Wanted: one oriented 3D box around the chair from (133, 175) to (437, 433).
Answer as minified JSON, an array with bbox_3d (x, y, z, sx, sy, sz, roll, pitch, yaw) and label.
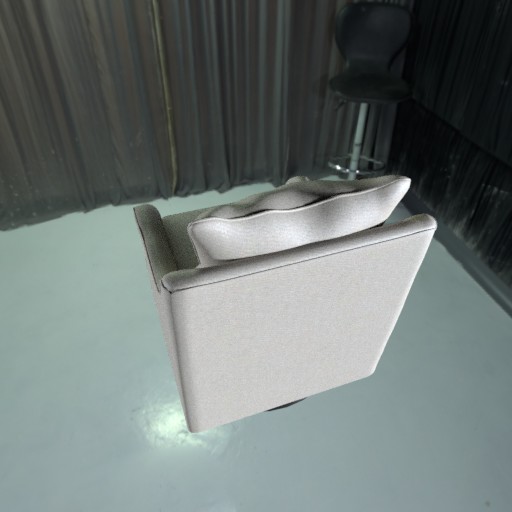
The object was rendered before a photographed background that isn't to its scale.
[{"bbox_3d":[0.000,0.000,1.612,0.760,0.942,0.876,-13,42,-15],"label":"chair"}]
